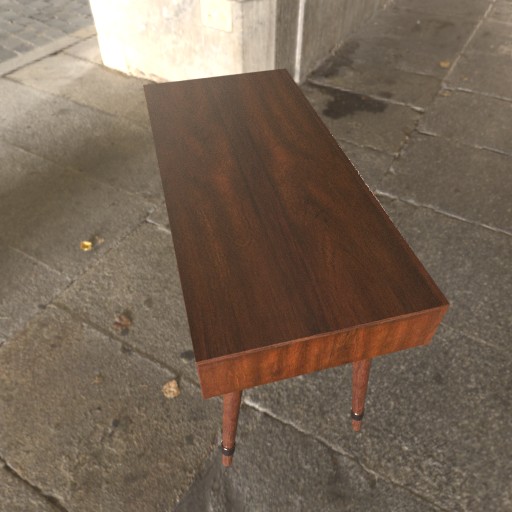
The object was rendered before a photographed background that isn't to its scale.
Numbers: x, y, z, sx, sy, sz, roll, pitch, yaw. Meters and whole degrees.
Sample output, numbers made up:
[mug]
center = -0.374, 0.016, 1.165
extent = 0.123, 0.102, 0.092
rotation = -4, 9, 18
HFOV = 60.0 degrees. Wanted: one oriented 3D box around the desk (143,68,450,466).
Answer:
[desk]
center = 0.000, 0.000, 2.098
extent = 0.734, 1.031, 1.577
rotation = -11, 48, -10
